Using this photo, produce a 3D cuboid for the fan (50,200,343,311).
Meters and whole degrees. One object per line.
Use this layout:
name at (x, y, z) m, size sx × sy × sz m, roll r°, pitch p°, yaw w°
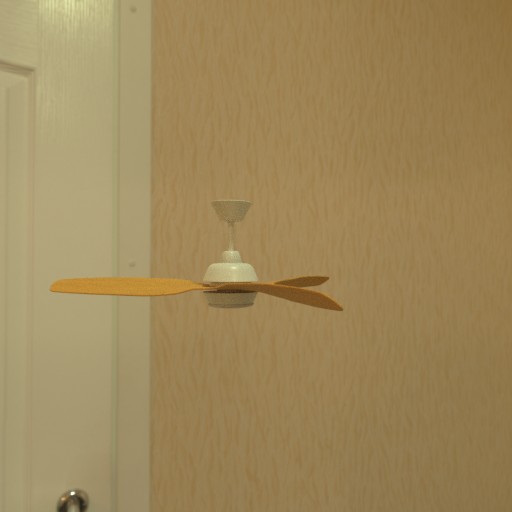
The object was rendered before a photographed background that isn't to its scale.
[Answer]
fan at (0.000, 0.000, 1.624) m, size 1.142 × 0.355 × 1.010 m, roll -1°, pitch -1°, yaw 37°
